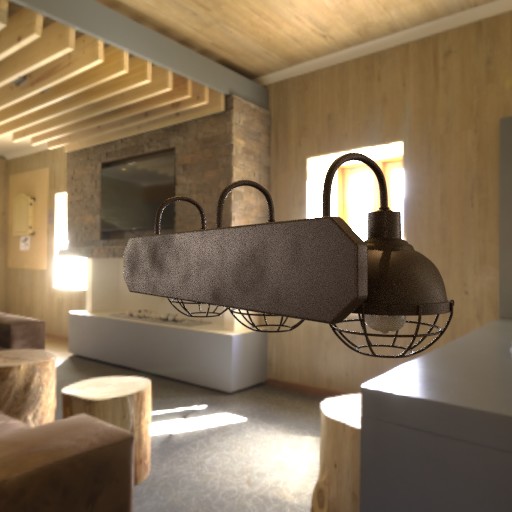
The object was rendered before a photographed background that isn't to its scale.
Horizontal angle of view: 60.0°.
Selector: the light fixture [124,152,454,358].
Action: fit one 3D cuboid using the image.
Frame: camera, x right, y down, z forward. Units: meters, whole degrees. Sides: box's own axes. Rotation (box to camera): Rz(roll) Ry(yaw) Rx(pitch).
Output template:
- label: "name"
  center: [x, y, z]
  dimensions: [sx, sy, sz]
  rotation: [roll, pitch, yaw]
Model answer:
- label: "light fixture"
  center: [0.000, 0.000, 0.751]
  dimensions: [0.229, 0.254, 0.634]
  rotation: [0, 0, -37]
